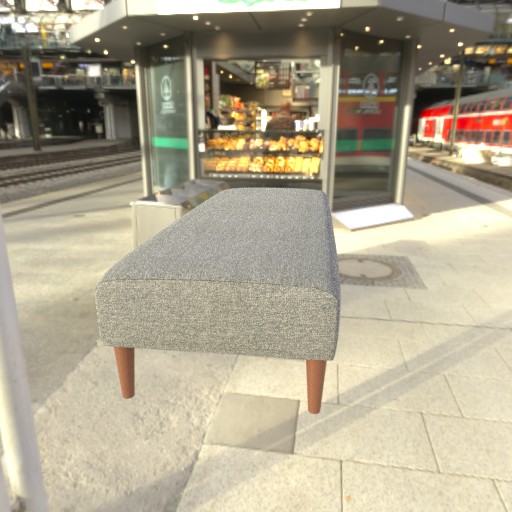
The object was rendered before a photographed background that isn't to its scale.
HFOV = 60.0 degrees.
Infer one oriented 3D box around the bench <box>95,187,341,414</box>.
[{"bbox_3d":[0.000,0.000,1.846,0.631,0.384,1.598,2,16,7],"label":"bench"}]
